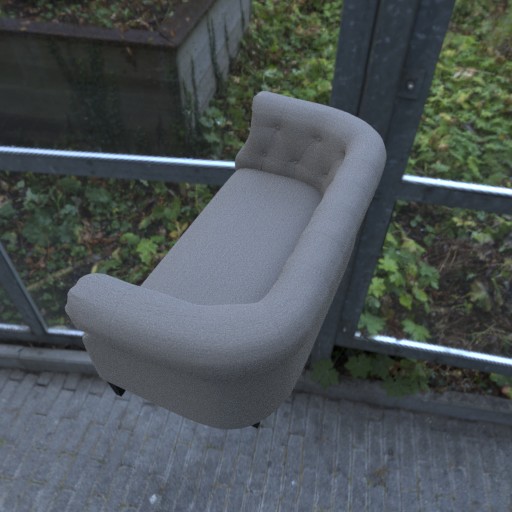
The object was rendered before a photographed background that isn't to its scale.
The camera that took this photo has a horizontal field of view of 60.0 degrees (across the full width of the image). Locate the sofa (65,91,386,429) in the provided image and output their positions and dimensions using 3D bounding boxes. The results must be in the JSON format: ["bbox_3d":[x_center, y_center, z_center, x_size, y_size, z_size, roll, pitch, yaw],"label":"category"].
[{"bbox_3d":[0.000,0.000,2.015,0.835,0.827,1.558,18,49,17],"label":"sofa"}]
